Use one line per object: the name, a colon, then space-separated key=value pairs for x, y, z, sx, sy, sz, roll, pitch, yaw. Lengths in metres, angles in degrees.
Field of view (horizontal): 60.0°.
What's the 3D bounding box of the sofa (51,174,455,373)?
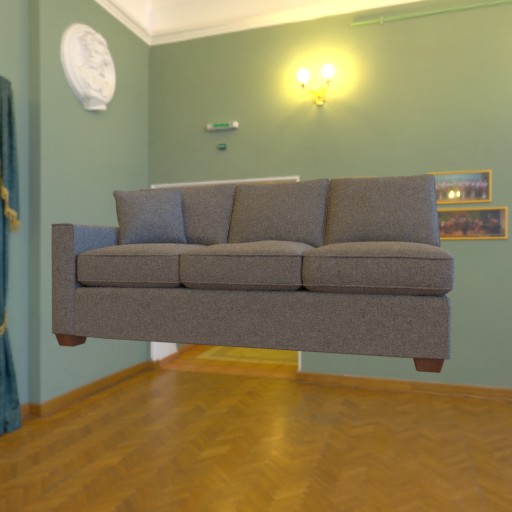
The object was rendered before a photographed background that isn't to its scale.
sofa: x=0.000 y=0.000 z=2.499 sx=1.963 sy=0.946 sz=1.034 roll=0 pitch=0 yaw=17
